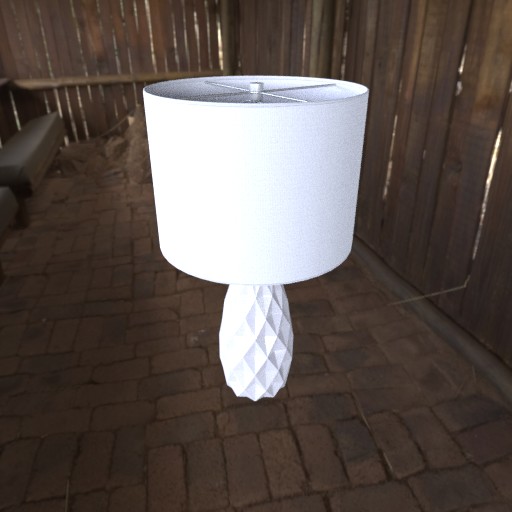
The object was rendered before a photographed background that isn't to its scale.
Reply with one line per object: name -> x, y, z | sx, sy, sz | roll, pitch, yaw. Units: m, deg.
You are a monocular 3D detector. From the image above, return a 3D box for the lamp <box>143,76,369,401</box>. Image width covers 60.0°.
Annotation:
lamp -> 0.000, 0.000, 0.715 | 0.297, 0.522, 0.297 | 0, 27, 0
